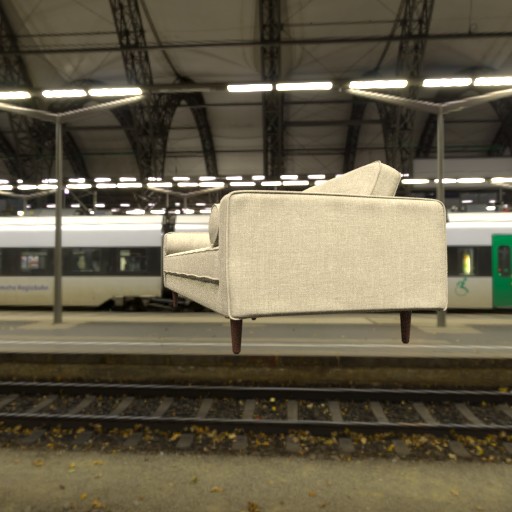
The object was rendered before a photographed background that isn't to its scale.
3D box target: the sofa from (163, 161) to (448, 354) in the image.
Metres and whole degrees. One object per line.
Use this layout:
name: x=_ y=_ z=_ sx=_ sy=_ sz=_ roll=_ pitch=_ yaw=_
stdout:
sofa: x=0.000 y=0.000 z=2.644 sx=0.914 sy=0.762 sz=2.211 roll=0 pitch=-1 yaw=-17
